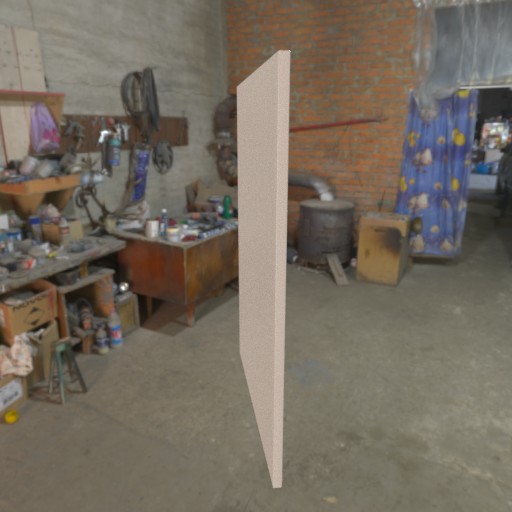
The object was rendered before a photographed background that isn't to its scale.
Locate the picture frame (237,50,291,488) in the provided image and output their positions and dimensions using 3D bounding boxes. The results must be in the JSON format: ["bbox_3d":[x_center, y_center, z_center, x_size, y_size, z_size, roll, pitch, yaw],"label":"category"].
[{"bbox_3d":[0.000,0.000,0.696,0.012,0.534,0.381,-2,16,-8],"label":"picture frame"}]
